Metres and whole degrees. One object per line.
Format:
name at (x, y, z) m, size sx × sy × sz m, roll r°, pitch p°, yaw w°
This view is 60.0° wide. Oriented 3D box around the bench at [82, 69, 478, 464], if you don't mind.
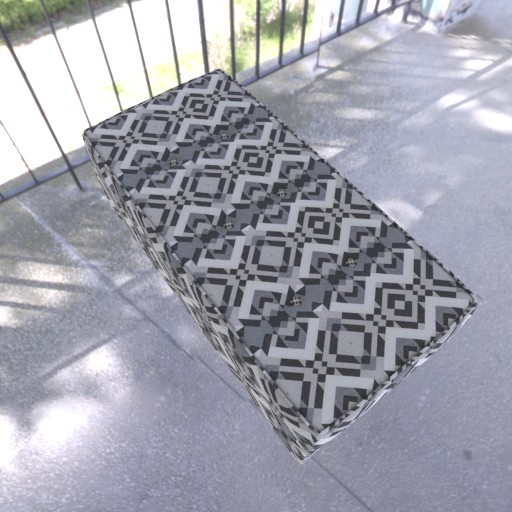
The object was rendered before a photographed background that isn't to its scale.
bench at (0.000, 0.000, 1.278) m, size 0.492 × 0.477 × 1.016 m, roll -33°, pitch 64°, yaw -18°
